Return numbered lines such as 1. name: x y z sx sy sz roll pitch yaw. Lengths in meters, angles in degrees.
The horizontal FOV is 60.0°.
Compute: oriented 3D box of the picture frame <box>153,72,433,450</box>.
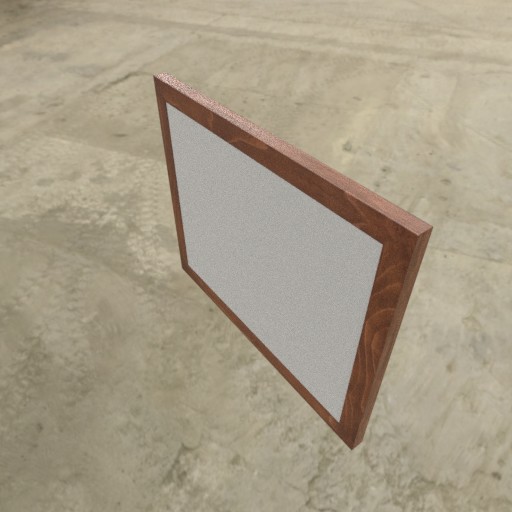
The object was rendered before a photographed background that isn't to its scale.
1. picture frame: 0.000 0.000 0.759 0.025 0.457 0.559 -27 48 -27
